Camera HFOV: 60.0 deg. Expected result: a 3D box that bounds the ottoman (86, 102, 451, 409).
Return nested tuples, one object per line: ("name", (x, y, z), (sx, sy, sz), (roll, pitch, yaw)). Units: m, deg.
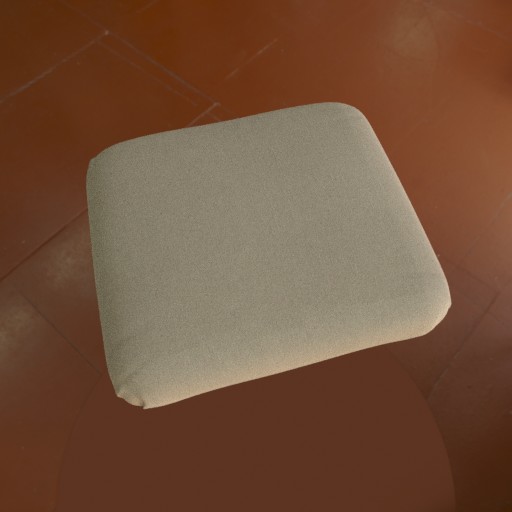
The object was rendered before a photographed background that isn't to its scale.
("ottoman", (0.000, 0.000, 1.140), (0.746, 0.450, 0.639), (-13, 64, -7))
